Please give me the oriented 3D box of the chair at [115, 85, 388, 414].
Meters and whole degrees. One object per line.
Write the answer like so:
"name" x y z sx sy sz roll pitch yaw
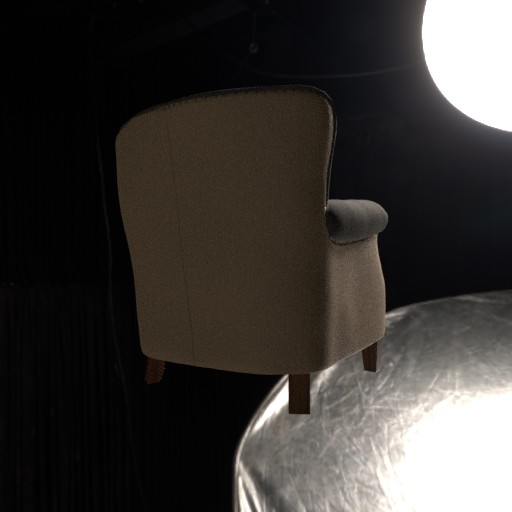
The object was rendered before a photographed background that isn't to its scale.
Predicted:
"chair" 0.000 0.000 1.658 0.861 0.936 0.921 0 -1 35
